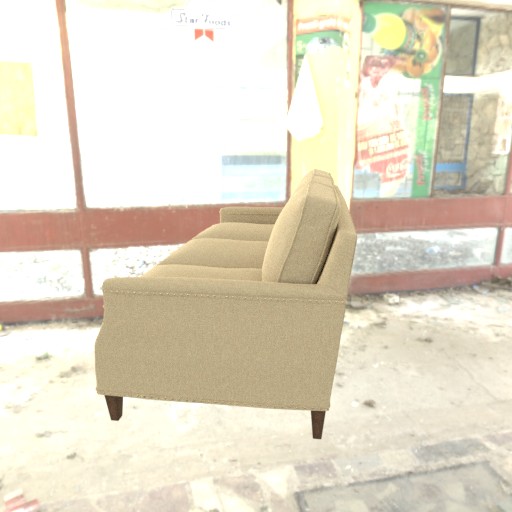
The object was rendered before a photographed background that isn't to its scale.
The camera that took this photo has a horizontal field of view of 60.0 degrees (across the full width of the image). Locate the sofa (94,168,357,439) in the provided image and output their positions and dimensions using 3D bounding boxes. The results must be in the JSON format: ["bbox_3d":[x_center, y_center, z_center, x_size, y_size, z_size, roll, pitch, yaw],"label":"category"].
[{"bbox_3d":[0.000,0.000,2.799,1.084,1.003,2.246,2,14,8],"label":"sofa"}]
